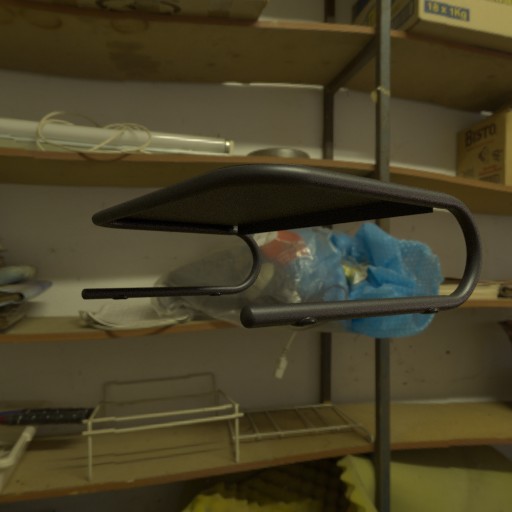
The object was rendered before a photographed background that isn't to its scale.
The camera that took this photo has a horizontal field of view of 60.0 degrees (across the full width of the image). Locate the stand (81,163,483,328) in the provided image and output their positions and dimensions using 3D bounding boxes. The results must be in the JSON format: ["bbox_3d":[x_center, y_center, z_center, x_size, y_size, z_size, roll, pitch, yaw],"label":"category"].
[{"bbox_3d":[0.000,0.000,0.495,0.280,0.108,0.370,2,-3,-36],"label":"stand"}]
